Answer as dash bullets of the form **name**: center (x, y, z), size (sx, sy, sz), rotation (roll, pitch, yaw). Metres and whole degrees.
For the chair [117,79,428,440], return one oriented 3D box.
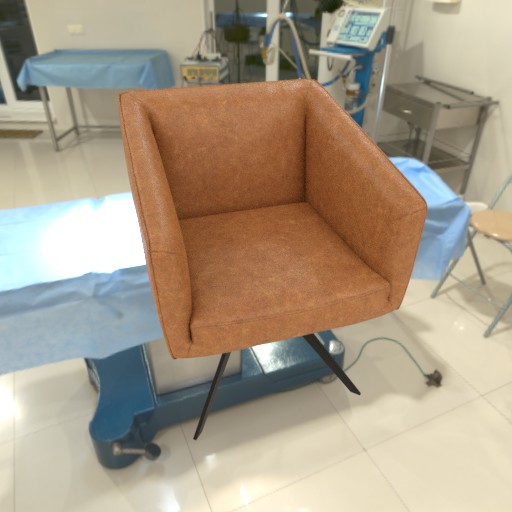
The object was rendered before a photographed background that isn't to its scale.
- **chair**: center (0.000, 0.000, 1.200), size (0.588, 0.760, 0.625), rotation (-10, 34, -15)
